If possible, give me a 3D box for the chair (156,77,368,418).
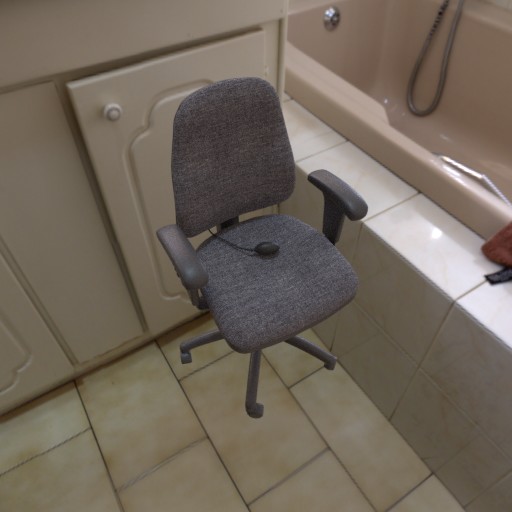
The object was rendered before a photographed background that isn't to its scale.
[{"bbox_3d":[0.000,0.000,1.276,0.550,0.910,0.530,-23,52,-20],"label":"chair"}]
